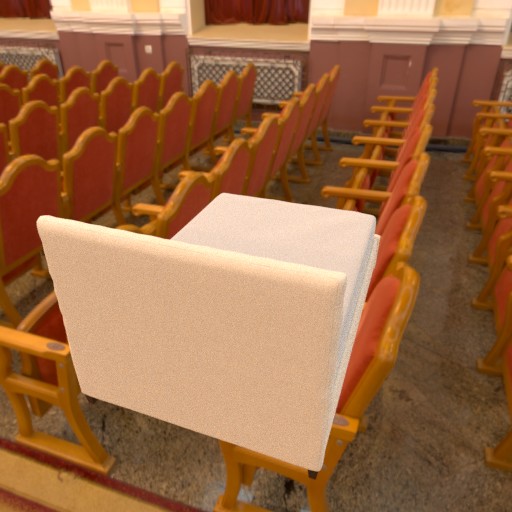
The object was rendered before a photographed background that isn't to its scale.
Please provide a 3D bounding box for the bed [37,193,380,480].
[{"bbox_3d":[0.000,0.000,3.429,1.698,1.427,2.387,11,33,17],"label":"bed"}]
